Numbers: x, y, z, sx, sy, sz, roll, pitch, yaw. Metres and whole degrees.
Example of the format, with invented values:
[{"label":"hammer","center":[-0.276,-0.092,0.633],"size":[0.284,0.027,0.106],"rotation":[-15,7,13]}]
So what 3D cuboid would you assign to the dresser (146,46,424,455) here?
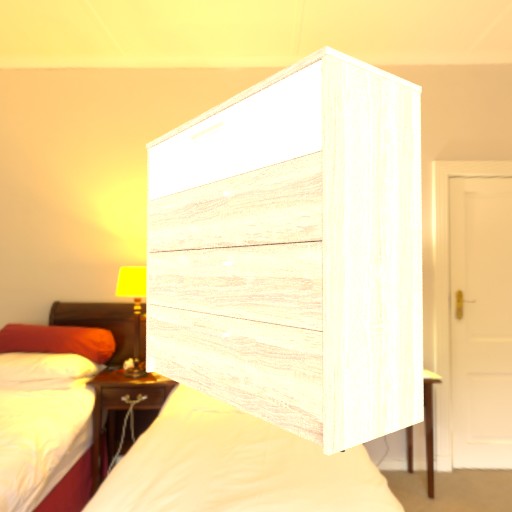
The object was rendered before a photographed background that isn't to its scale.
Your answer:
[{"label":"dresser","center":[0.000,0.000,1.462],"size":[0.380,0.900,0.980],"rotation":[1,-2,-37]}]
